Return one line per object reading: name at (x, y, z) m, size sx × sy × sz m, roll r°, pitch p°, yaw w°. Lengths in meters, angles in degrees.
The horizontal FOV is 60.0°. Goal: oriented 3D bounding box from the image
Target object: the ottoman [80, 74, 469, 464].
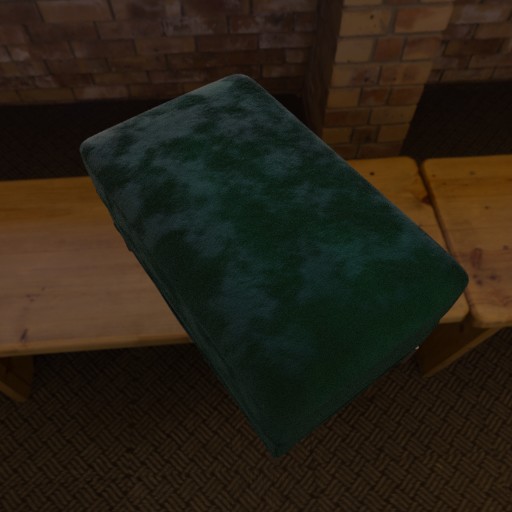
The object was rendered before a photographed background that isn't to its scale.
ottoman at (0.000, 0.000, 1.227) m, size 0.536 × 0.533 × 0.886 m, roll -32°, pitch 63°, yaw -18°
